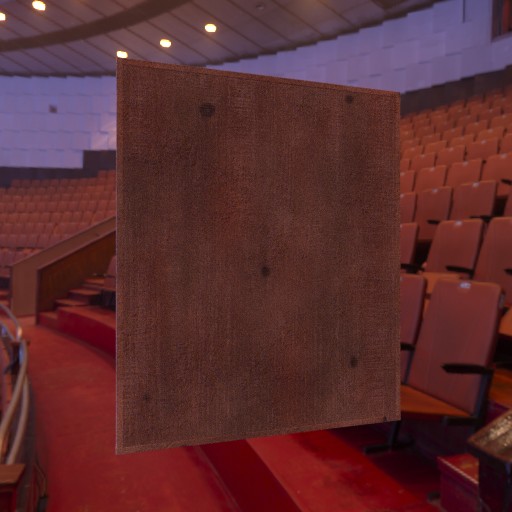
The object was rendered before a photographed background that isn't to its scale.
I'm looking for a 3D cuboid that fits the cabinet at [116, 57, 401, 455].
[{"bbox_3d":[0.000,0.000,0.815,0.489,0.590,0.184,0,0,-17],"label":"cabinet"}]
